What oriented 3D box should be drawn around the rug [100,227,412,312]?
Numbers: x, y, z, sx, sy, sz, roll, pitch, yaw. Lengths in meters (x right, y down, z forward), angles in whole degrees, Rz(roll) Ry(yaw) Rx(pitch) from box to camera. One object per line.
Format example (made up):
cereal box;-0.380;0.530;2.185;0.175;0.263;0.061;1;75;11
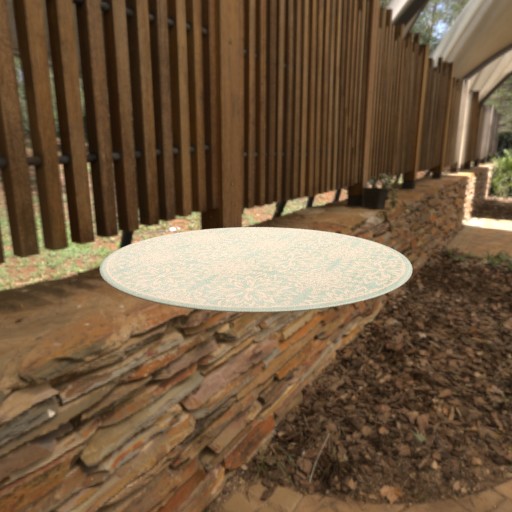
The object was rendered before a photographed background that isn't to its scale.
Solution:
rug;0.000;0.000;2.383;1.593;0.012;1.593;0;15;0
